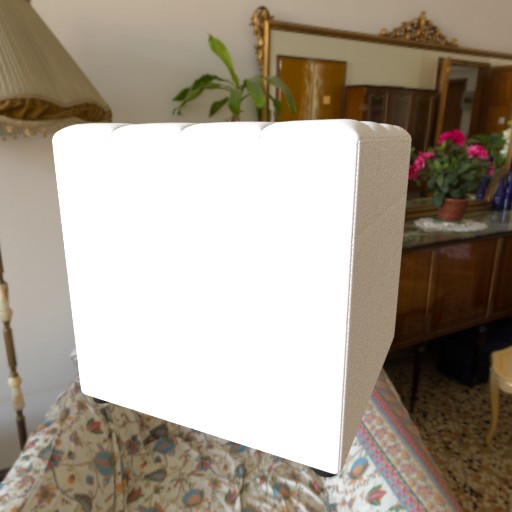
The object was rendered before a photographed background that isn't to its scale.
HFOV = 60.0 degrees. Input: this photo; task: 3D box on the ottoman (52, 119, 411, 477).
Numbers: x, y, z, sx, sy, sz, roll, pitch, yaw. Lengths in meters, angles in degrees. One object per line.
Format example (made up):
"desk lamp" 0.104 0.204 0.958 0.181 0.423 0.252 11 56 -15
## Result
"ottoman" 0.000 0.000 0.754 0.425 0.432 0.425 7 17 24
